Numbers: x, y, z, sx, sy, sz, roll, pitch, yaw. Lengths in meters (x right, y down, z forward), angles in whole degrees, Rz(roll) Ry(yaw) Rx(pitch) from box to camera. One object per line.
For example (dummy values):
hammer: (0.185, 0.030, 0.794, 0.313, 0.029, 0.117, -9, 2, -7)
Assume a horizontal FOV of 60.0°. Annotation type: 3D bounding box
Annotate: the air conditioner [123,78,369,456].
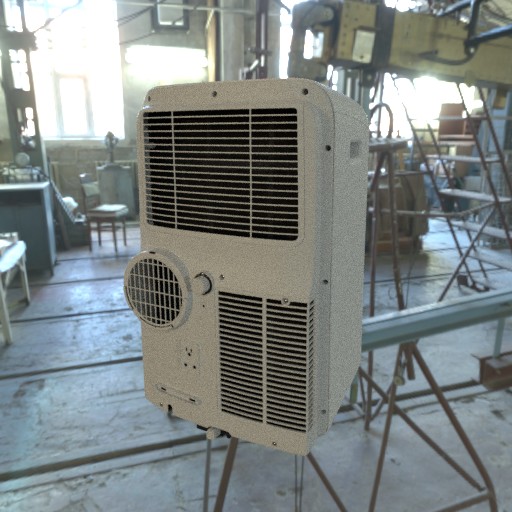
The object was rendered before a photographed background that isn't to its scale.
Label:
air conditioner: (0.000, 0.000, 1.080, 0.478, 0.765, 0.467, 8, 17, 26)
